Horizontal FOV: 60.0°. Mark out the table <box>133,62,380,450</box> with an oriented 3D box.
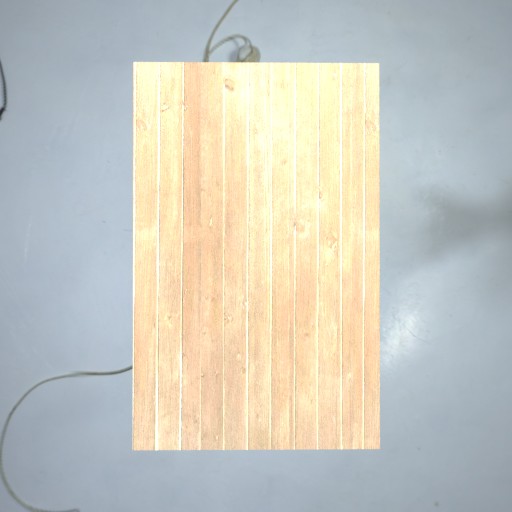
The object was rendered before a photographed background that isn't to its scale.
[{"bbox_3d":[0.000,0.000,1.693,0.827,0.413,1.299,0,90,-1],"label":"table"}]
